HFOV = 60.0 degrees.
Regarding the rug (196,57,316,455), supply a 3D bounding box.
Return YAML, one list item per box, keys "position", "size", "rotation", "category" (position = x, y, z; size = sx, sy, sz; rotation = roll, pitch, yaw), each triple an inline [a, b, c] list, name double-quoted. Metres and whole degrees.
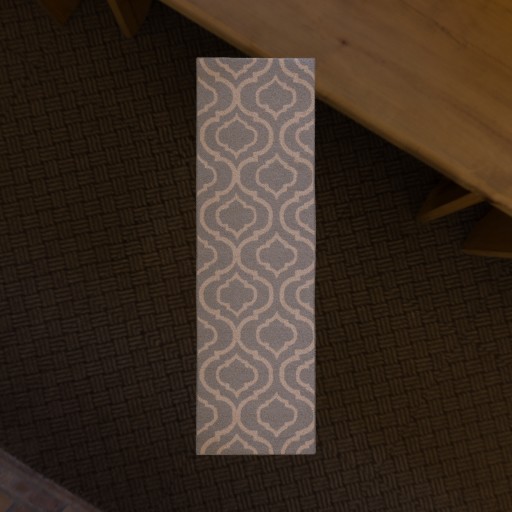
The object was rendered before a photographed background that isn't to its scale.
- position: [0.000, 0.000, 2.541]
  size: [0.684, 0.009, 2.275]
  rotation: [0, 90, -1]
  category: "rug"
